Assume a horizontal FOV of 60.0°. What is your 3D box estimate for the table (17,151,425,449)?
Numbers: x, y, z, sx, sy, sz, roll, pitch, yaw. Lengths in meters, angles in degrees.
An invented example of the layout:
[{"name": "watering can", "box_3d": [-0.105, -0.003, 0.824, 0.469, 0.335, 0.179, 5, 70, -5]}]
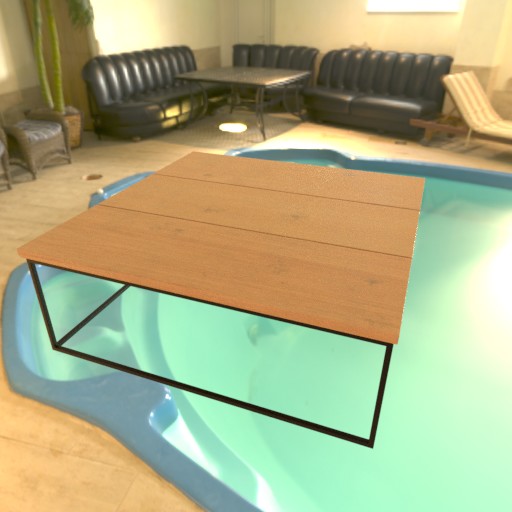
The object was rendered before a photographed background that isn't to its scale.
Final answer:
[{"name": "table", "box_3d": [0.000, 0.000, 1.687, 1.100, 0.400, 1.100, 11, 31, 18]}]
